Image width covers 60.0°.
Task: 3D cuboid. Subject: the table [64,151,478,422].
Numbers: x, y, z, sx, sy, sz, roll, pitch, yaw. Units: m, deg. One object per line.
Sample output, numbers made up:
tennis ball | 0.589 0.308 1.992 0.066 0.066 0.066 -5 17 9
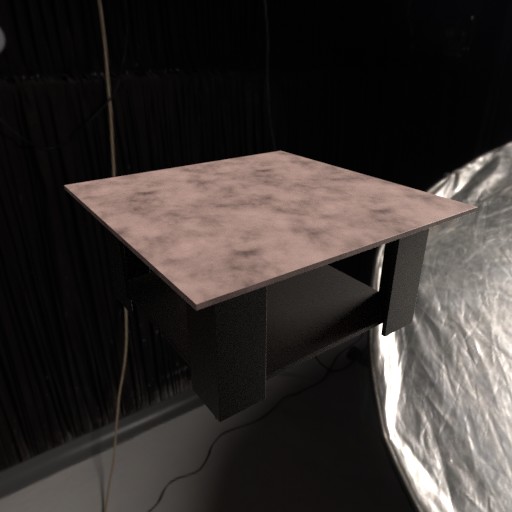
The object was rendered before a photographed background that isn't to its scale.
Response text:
table | 0.000 0.000 1.070 0.670 0.305 0.670 -17 30 -31
